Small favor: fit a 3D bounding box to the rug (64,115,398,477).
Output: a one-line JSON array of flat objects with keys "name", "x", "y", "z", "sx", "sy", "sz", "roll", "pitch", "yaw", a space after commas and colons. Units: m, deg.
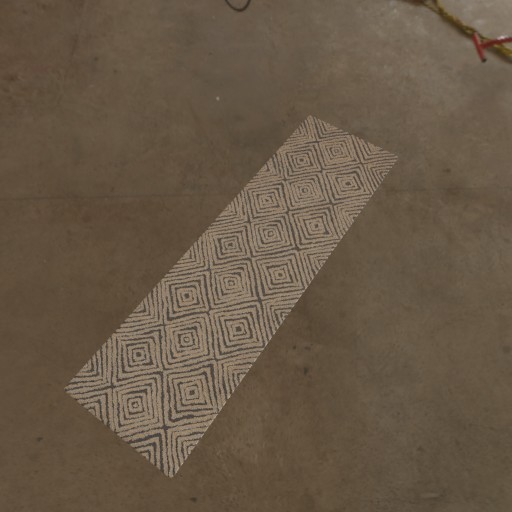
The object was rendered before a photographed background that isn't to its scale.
[{"name": "rug", "x": 0.000, "y": 0.000, "z": 2.503, "sx": 0.676, "sy": 0.008, "sz": 2.277, "roll": 31, "pitch": 64, "yaw": 17}]
